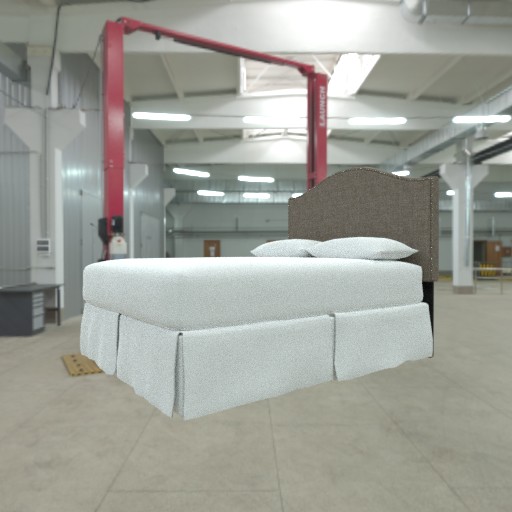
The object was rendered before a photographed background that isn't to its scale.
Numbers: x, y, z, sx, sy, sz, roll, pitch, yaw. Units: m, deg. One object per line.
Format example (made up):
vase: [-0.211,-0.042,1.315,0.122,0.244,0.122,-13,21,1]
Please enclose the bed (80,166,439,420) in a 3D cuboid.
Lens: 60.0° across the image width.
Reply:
bed: [0.000,0.000,3.287,2.153,1.518,1.713,0,1,-36]
